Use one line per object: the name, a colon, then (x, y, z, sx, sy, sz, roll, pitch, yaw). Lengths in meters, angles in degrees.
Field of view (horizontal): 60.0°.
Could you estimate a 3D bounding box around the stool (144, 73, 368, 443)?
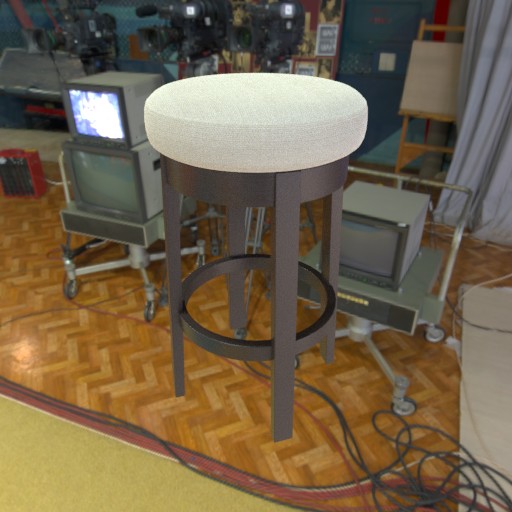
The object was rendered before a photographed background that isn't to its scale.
stool: (0.000, 0.000, 1.031, 0.446, 0.758, 0.446, 0, 30, 0)
